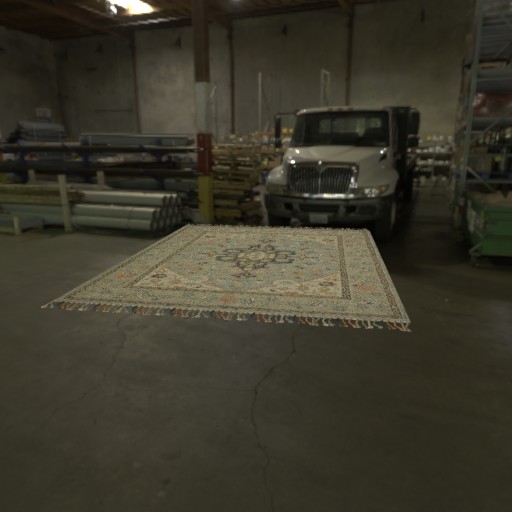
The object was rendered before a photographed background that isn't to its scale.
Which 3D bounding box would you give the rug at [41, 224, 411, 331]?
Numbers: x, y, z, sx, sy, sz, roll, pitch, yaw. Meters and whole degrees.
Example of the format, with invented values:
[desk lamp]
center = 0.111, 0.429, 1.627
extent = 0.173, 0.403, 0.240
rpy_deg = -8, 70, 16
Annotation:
[rug]
center = 0.000, 0.000, 4.282
extent = 2.379, 0.011, 3.221
rpy_deg = 2, 14, 9
